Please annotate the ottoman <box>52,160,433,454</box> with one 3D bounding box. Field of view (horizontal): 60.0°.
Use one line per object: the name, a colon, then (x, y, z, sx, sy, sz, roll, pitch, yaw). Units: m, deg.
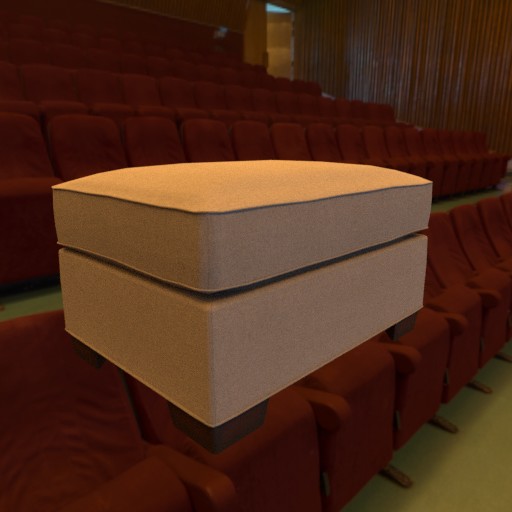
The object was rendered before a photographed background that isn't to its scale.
ottoman: (0.000, 0.000, 1.217, 0.617, 0.503, 0.846, 13, 19, 43)
